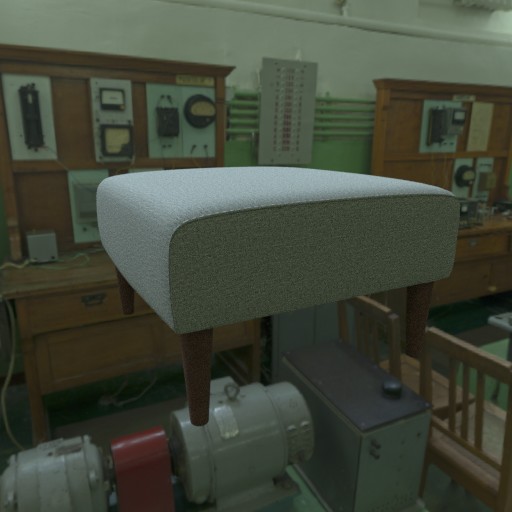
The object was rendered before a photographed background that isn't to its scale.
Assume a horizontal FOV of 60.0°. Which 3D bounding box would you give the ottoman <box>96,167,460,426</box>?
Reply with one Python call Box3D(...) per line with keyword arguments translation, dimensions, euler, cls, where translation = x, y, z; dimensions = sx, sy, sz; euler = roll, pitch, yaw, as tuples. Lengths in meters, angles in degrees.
Box3D(translation=(0.000, 0.000, 1.075), dimensions=(0.649, 0.398, 0.650), euler=(-8, 17, -27), cls="ottoman")
